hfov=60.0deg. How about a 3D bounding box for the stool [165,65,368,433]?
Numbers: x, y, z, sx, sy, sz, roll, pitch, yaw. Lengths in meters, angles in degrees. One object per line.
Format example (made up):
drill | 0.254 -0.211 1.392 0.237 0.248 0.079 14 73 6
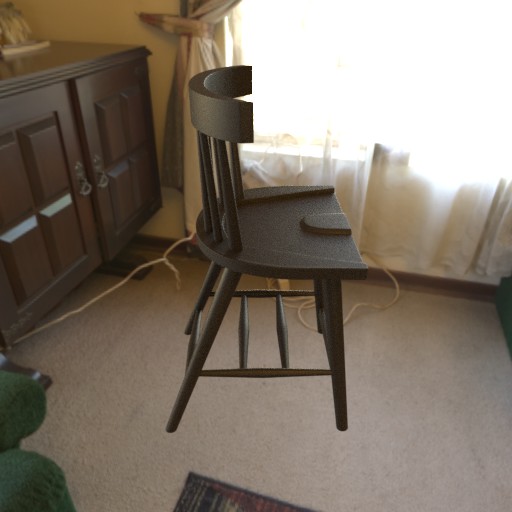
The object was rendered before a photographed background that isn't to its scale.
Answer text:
stool | 0.000 0.000 1.273 0.549 0.953 0.494 0 31 -1
